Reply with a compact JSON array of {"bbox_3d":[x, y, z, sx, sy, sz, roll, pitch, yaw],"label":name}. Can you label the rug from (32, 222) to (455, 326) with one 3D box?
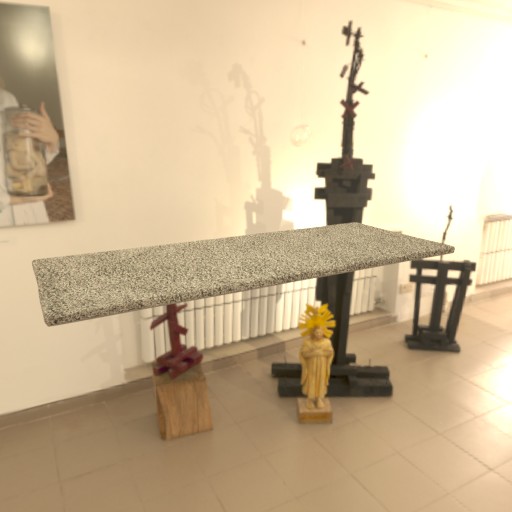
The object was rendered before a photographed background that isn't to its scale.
[{"bbox_3d":[0.000,0.000,1.706,1.524,0.030,0.609,-8,17,-28],"label":"rug"}]
